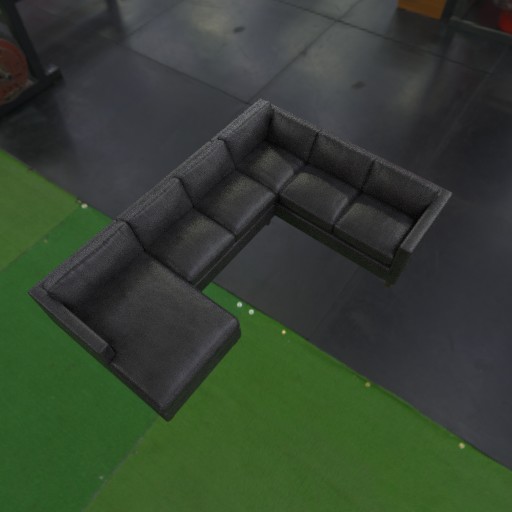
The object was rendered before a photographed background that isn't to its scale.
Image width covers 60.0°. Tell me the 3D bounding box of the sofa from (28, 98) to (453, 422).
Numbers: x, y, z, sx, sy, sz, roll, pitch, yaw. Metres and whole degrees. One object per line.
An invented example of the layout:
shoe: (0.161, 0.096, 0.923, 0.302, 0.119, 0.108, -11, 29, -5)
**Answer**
sofa: (0.000, 0.000, 4.379, 2.452, 0.891, 3.324, 33, 62, 20)
